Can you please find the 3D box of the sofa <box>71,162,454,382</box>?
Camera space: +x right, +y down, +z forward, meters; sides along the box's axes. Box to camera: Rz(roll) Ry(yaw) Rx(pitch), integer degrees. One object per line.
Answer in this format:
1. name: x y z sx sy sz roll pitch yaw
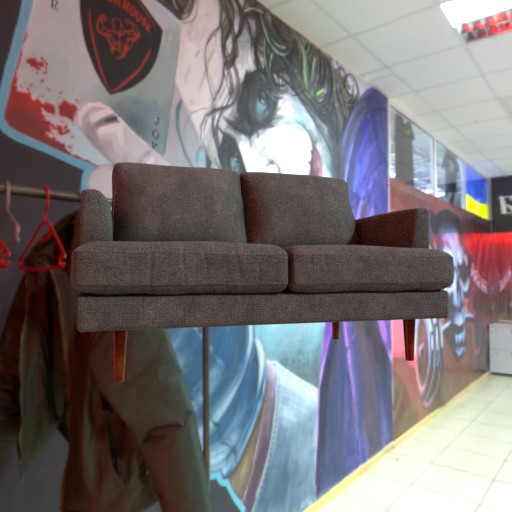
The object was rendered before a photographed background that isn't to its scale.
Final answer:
1. sofa: 0.000 0.000 2.128 1.582 0.956 0.903 1 -3 -18
